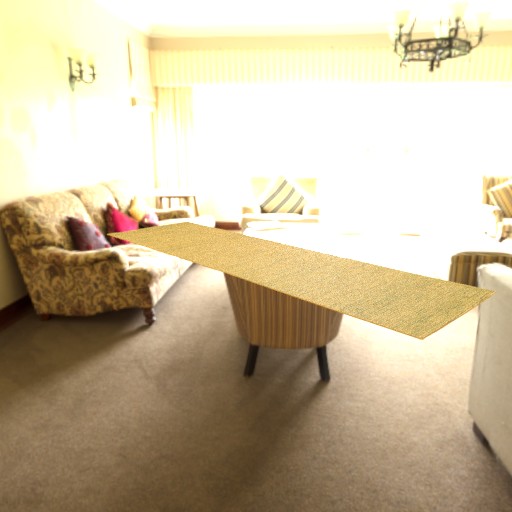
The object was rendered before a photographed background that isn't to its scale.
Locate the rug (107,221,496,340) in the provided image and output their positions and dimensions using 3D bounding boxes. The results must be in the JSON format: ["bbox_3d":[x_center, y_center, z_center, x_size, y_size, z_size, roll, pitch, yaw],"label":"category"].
[{"bbox_3d":[0.000,0.000,2.522,0.686,0.013,2.340,-14,20,-42],"label":"rug"}]
